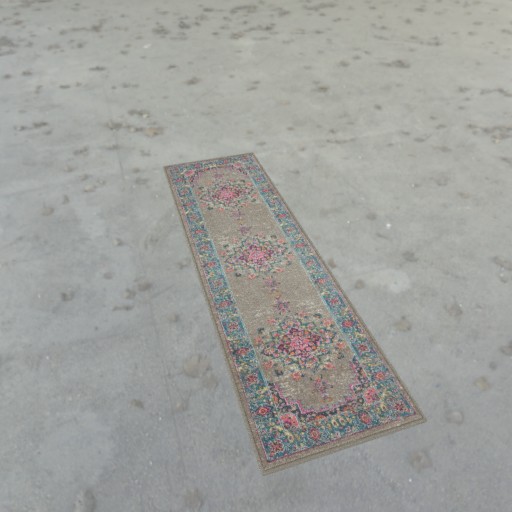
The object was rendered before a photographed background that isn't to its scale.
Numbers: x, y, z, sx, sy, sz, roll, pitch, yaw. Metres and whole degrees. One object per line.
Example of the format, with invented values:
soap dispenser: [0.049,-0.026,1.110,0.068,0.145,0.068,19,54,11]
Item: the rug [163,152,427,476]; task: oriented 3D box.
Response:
rug: [0.000,0.000,1.983,0.553,0.012,1.827,-12,43,-13]
